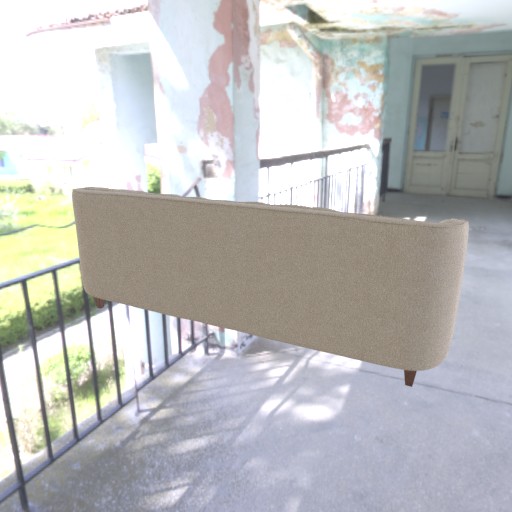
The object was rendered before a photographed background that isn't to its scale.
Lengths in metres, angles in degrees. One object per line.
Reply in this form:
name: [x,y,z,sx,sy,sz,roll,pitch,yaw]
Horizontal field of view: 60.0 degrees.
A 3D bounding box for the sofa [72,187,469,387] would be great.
sofa: [0.000,0.000,2.640,2.235,0.788,0.913,9,19,26]
